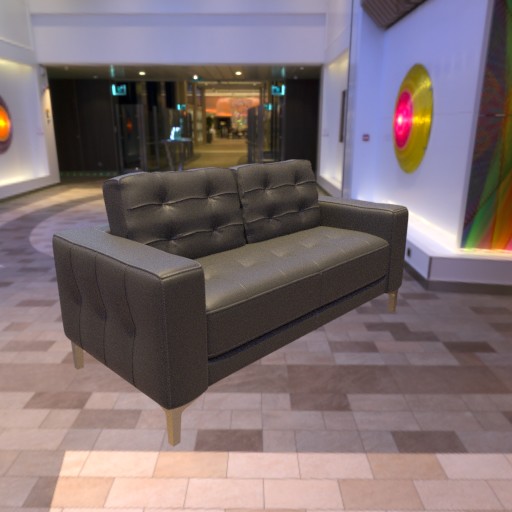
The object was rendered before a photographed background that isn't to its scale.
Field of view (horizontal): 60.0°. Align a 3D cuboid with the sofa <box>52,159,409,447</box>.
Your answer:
[{"bbox_3d":[0.000,0.000,2.257,0.833,0.893,1.726,15,22,42],"label":"sofa"}]
